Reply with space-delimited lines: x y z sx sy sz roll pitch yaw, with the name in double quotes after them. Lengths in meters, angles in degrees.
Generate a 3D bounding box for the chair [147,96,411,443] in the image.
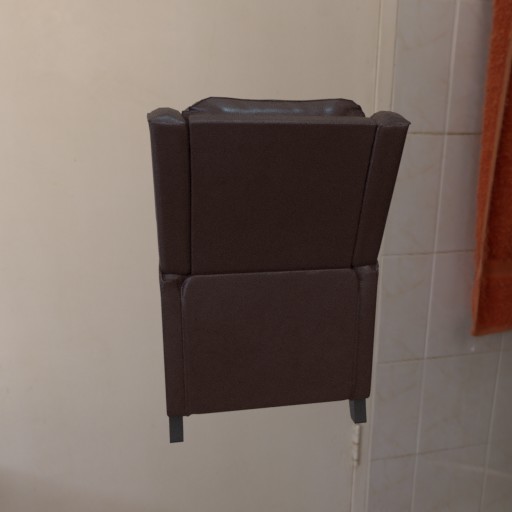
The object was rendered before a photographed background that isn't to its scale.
0.000 0.000 1.769 0.770 1.132 0.982 -2 14 -9 "chair"
